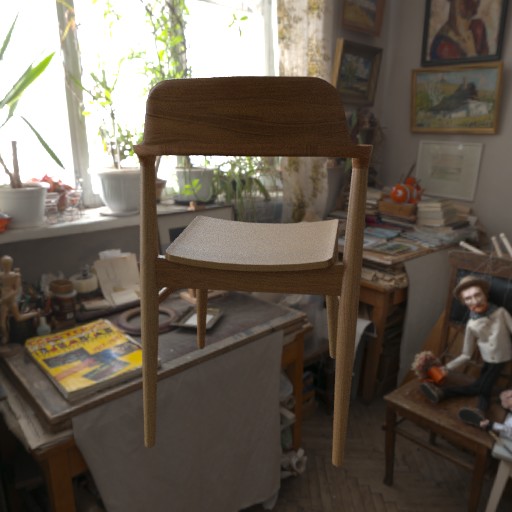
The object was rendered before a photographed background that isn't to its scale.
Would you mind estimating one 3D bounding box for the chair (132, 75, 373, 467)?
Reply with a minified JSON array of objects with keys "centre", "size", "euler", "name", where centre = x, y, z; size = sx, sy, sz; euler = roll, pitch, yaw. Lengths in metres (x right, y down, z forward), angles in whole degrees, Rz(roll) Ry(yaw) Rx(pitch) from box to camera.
[{"centre":[0.000,0.000,1.113],"size":[0.512,0.792,0.499],"euler":[2,16,8],"name":"chair"}]
